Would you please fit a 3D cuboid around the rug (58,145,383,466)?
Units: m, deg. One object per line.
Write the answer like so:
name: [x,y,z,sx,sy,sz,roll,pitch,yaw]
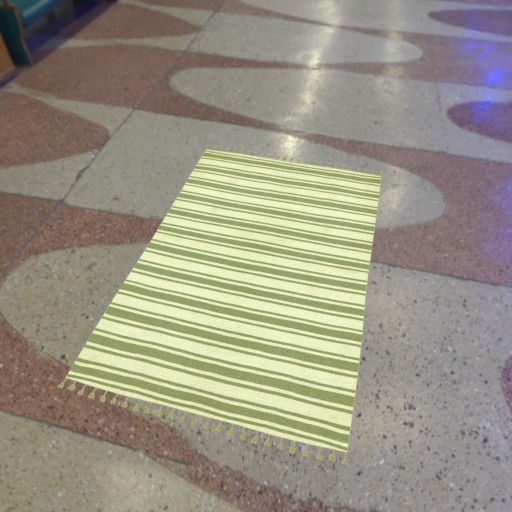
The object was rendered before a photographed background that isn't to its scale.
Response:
rug: [0.000,0.000,3.015,1.540,0.018,2.435,11,47,10]
